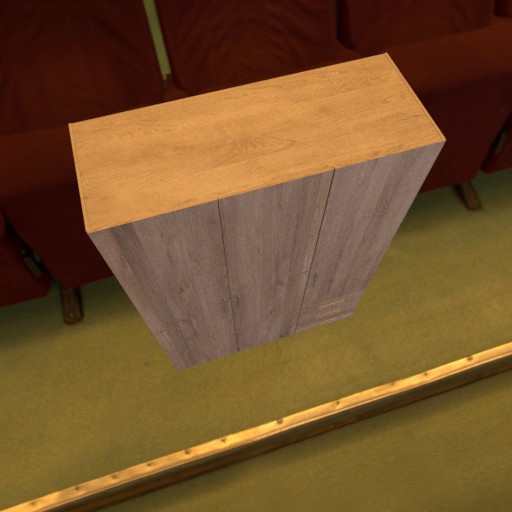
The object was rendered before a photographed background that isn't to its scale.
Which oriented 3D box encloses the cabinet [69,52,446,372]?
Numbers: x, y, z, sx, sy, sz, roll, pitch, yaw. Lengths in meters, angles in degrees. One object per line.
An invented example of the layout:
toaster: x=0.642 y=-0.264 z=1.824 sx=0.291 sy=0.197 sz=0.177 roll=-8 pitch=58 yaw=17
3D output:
cabinet: x=0.000 y=0.000 z=2.458 sx=1.290 sy=1.910 sz=0.510 roll=-16 pitch=63 yaw=-8
